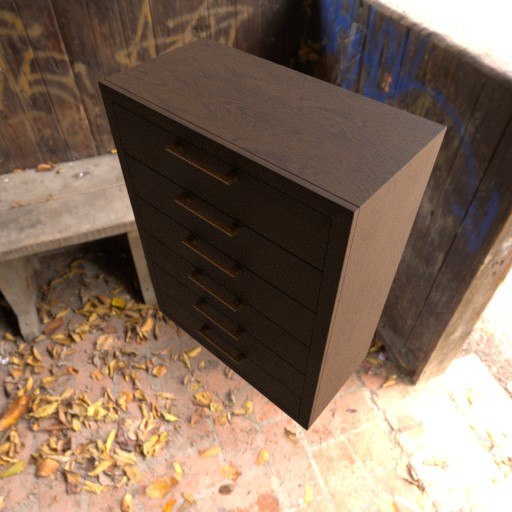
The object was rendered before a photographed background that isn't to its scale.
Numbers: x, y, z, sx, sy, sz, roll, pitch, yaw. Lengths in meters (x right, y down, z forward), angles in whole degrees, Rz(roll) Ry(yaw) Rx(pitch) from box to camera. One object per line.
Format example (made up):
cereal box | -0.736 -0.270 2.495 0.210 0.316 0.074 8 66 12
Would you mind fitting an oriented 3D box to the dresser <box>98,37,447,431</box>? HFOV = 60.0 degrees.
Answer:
dresser | 0.000 0.000 1.801 0.964 1.320 0.516 32 55 27
